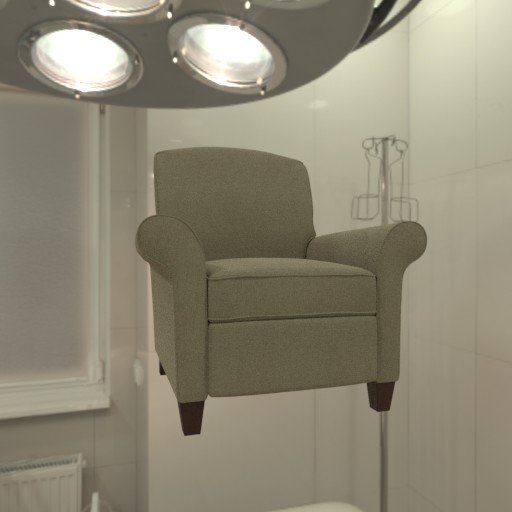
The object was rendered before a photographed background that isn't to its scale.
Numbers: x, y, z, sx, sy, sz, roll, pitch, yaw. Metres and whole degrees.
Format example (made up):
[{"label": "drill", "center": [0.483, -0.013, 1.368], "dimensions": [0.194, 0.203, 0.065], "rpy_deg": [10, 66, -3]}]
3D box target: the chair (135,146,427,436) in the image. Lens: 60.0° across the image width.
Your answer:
[{"label": "chair", "center": [0.000, 0.000, 1.803], "dimensions": [0.978, 1.061, 0.905], "rpy_deg": [0, 0, -18]}]
